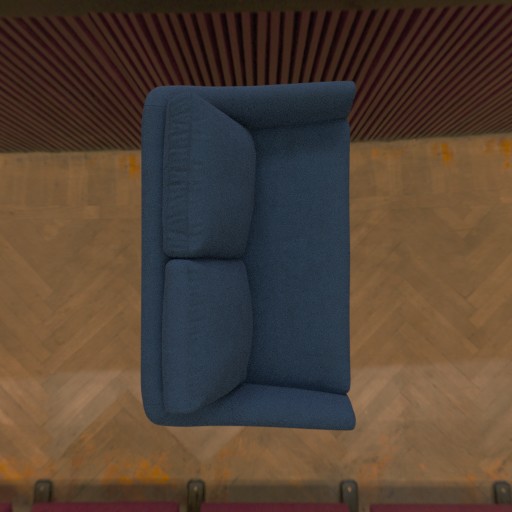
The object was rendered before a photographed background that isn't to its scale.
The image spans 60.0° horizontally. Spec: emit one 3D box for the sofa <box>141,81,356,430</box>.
[{"bbox_3d":[0.000,0.000,2.190,0.960,0.902,1.619,0,89,1],"label":"sofa"}]
